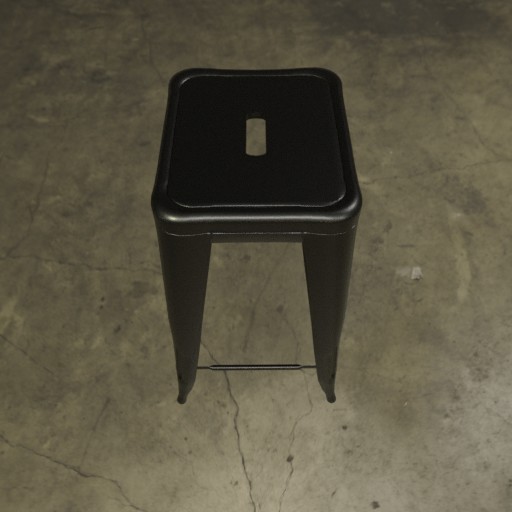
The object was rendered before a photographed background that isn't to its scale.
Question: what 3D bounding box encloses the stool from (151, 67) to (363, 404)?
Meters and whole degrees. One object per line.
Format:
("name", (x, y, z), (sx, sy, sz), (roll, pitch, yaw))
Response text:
("stool", (0.000, 0.000, 0.843), (0.359, 0.609, 0.399), (-1, 57, 0))
